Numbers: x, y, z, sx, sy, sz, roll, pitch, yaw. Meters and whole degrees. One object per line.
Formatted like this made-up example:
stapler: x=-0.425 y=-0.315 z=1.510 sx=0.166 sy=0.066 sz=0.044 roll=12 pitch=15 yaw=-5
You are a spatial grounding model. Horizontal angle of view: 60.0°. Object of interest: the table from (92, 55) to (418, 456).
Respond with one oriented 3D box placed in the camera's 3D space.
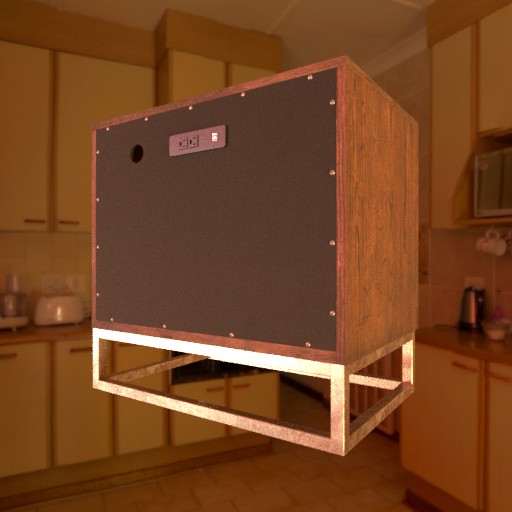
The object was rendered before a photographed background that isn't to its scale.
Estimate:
table: x=0.000 y=0.000 z=1.253 sx=0.767 sy=0.746 sz=0.542 roll=0 pitch=0 yaw=34
